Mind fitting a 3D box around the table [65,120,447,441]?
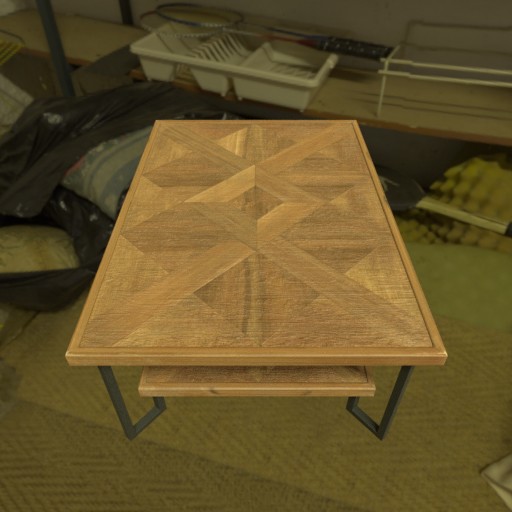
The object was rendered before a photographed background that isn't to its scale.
[{"bbox_3d":[0.000,0.000,1.635,0.877,0.492,1.238,0,42,0],"label":"table"}]
